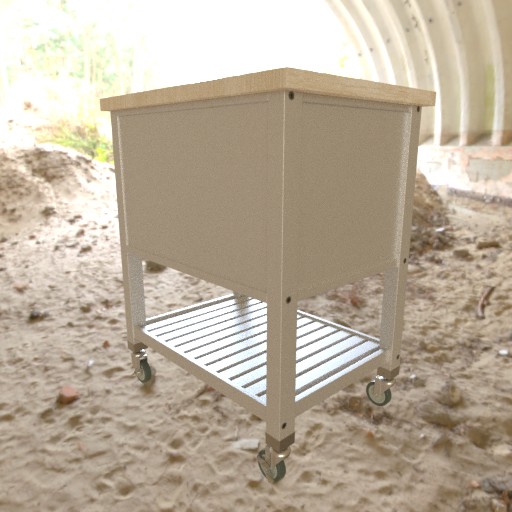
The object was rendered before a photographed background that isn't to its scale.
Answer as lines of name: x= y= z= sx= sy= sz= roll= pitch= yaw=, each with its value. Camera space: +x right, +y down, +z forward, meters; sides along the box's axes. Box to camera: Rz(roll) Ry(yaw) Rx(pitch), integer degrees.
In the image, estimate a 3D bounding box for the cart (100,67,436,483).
cart: x=0.000 y=0.000 z=1.336 sx=0.559 sy=0.914 sz=0.762 roll=-13 pitch=19 yaw=-41
